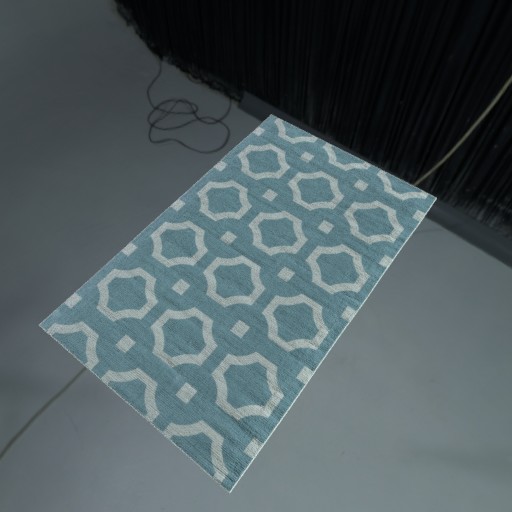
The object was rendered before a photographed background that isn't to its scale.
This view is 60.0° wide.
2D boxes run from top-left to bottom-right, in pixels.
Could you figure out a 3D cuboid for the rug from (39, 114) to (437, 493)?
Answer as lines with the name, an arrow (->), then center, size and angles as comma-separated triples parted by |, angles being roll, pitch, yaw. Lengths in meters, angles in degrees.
rug -> 0.000, 0.000, 3.022 | 1.528, 0.015, 2.443 | 33, 63, 19
